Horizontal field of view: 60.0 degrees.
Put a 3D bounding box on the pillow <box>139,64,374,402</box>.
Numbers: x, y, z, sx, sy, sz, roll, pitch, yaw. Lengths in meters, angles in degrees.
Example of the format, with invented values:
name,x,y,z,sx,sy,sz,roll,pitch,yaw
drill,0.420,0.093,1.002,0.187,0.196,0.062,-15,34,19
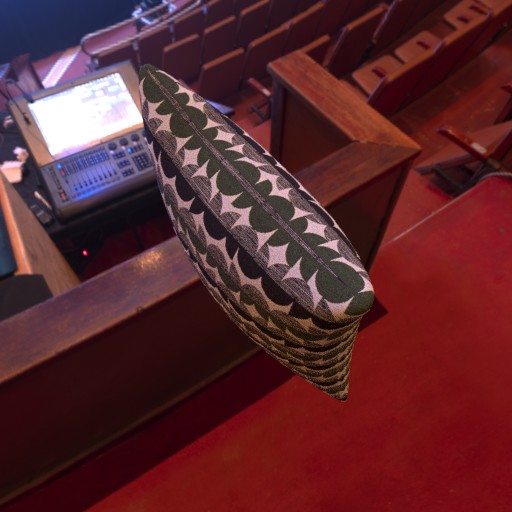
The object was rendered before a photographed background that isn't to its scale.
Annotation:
name,x,y,z,sx,sy,sz,roll,pitch,yaw
pillow,0.000,0.000,0.637,0.180,0.404,0.419,-31,62,-18
